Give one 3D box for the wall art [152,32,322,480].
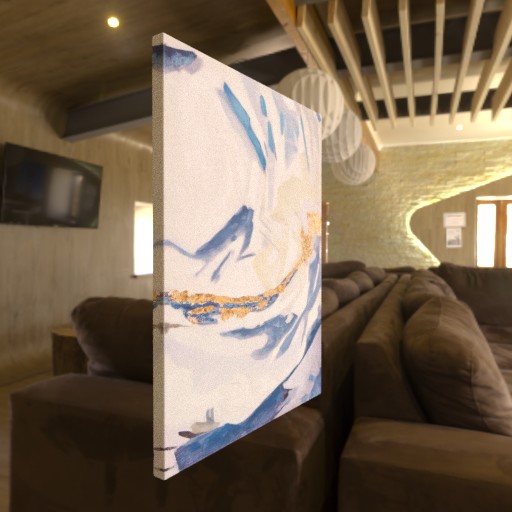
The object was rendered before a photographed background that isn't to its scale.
[{"bbox_3d":[0.000,0.000,1.319,0.038,1.015,0.761,1,1,36],"label":"wall art"}]
